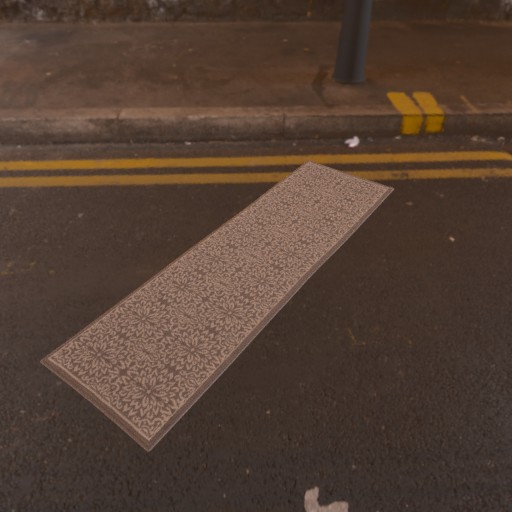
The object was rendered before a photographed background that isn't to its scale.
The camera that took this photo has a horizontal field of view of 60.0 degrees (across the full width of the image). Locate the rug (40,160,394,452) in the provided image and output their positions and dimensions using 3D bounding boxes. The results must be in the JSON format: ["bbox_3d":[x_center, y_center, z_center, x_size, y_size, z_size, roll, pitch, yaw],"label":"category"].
[{"bbox_3d":[0.000,0.000,2.401,0.662,0.011,2.196,25,46,27],"label":"rug"}]
